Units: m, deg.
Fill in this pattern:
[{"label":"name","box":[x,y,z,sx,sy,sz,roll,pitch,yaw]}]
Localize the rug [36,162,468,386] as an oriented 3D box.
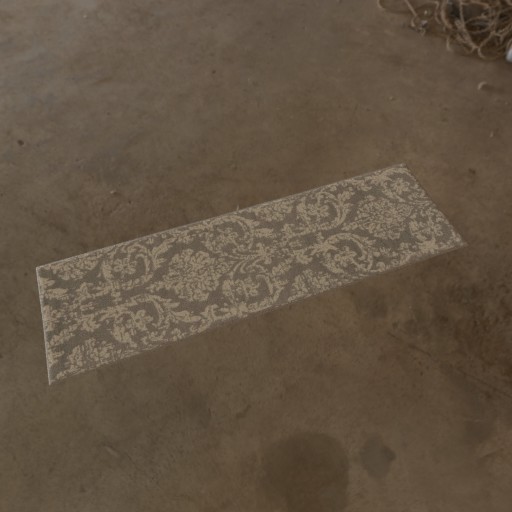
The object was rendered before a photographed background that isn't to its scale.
[{"label":"rug","box":[0.000,0.000,2.345,2.196,0.011,0.662,-17,58,-11]}]
